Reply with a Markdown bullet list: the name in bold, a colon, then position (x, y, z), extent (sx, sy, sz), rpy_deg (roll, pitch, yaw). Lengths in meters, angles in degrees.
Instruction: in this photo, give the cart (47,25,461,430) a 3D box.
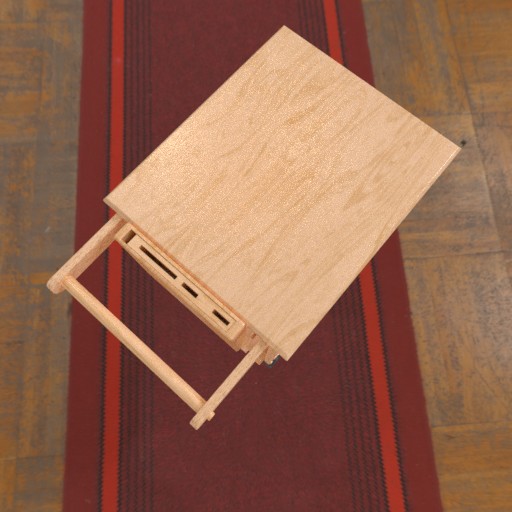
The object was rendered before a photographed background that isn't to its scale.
- **cart**: position (0.000, 0.000, 1.336), extent (0.520, 0.816, 0.843), rpy_deg (40, 78, 10)
